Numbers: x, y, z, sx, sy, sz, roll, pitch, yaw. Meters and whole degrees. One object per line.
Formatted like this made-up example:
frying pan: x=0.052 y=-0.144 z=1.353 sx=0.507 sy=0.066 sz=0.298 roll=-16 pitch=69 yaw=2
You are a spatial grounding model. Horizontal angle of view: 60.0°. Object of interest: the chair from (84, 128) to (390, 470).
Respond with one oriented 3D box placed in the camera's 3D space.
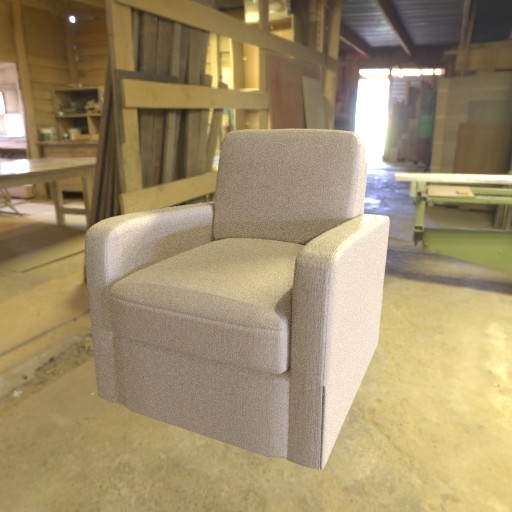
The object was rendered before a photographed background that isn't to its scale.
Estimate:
chair: x=0.000 y=0.000 z=1.509 sx=0.755 sy=0.827 sz=0.888 roll=8 pitch=18 yaw=24
